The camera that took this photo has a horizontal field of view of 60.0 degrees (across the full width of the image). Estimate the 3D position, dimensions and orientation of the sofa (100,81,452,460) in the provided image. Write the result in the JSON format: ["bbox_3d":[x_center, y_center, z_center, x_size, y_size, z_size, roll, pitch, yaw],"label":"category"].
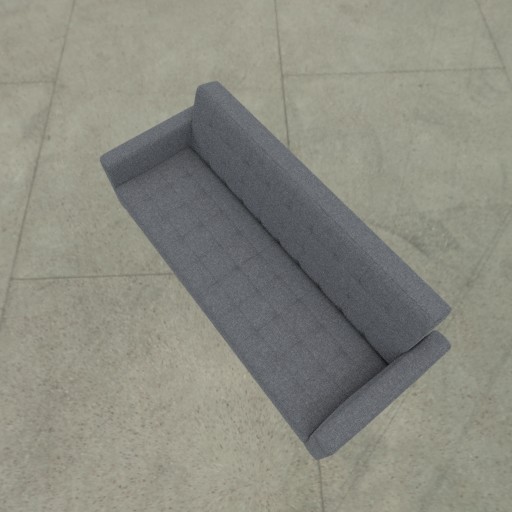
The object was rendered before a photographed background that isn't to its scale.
[{"bbox_3d":[0.000,0.000,2.482,0.810,0.850,2.040,-35,68,-16],"label":"sofa"}]
